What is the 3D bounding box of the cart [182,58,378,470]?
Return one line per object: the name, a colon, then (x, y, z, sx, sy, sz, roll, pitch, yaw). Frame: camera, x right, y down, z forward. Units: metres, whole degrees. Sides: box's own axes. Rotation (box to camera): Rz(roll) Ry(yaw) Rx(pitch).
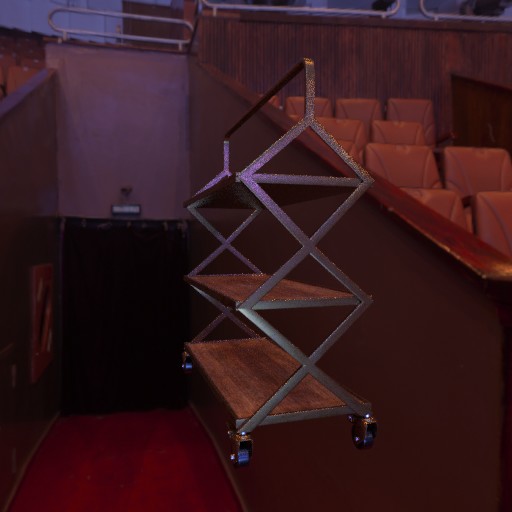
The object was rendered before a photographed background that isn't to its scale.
cart: (0.000, 0.000, 1.203, 0.313, 0.805, 0.723, -1, 2, -18)
